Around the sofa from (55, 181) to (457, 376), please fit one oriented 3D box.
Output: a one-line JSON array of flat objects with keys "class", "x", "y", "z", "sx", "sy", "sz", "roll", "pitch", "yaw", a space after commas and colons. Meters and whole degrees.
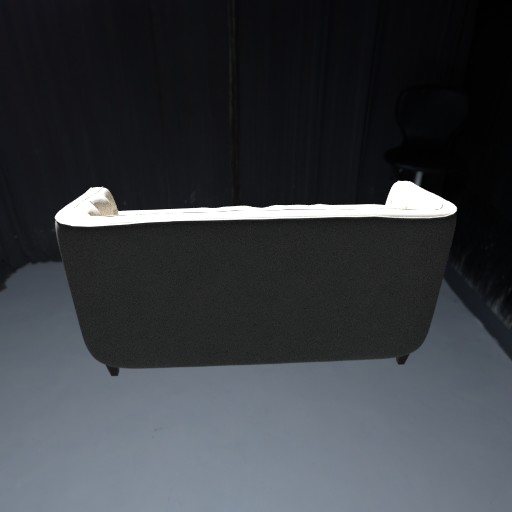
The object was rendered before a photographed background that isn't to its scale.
[{"class": "sofa", "x": 0.000, "y": 0.000, "z": 2.280, "sx": 1.731, "sy": 0.878, "sz": 0.940, "roll": -2, "pitch": 31, "yaw": -3}]
